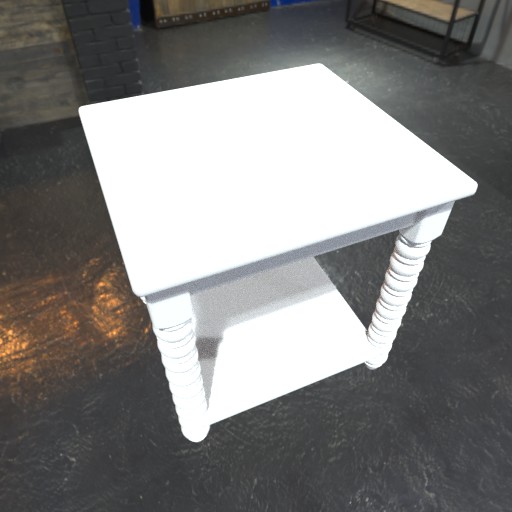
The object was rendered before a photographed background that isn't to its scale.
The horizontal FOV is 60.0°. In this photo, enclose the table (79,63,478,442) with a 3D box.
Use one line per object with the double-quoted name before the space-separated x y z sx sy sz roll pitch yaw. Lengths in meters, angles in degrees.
"table" 0.000 0.000 0.962 0.533 0.563 0.500 -17 48 -16
